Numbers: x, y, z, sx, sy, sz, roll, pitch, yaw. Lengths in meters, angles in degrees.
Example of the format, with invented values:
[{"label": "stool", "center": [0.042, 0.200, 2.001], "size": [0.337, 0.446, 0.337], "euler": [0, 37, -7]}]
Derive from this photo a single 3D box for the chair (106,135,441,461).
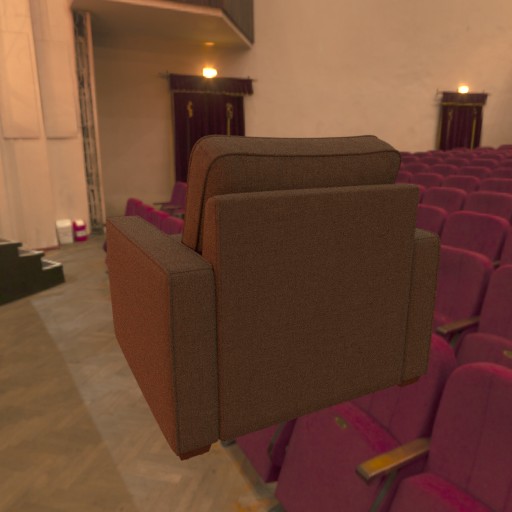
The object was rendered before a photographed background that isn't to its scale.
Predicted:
[{"label": "chair", "center": [0.000, 0.000, 1.749], "size": [1.017, 0.919, 0.940], "euler": [-7, 16, -26]}]
